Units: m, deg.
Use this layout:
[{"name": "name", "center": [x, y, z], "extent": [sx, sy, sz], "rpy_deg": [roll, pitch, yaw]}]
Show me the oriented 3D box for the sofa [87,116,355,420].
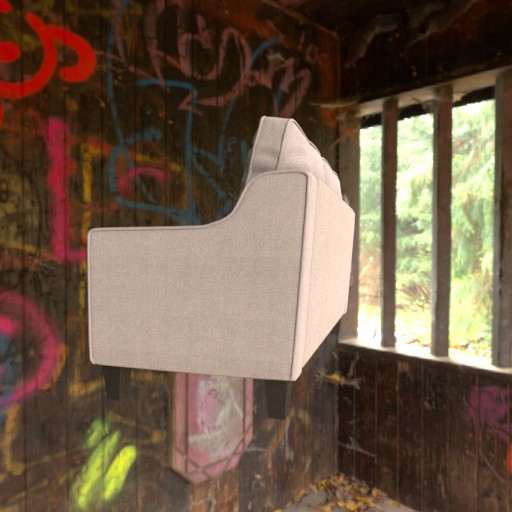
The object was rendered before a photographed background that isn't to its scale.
[{"name": "sofa", "center": [0.000, 0.000, 2.079], "extent": [0.791, 0.948, 1.500], "rpy_deg": [0, 1, 17]}]
